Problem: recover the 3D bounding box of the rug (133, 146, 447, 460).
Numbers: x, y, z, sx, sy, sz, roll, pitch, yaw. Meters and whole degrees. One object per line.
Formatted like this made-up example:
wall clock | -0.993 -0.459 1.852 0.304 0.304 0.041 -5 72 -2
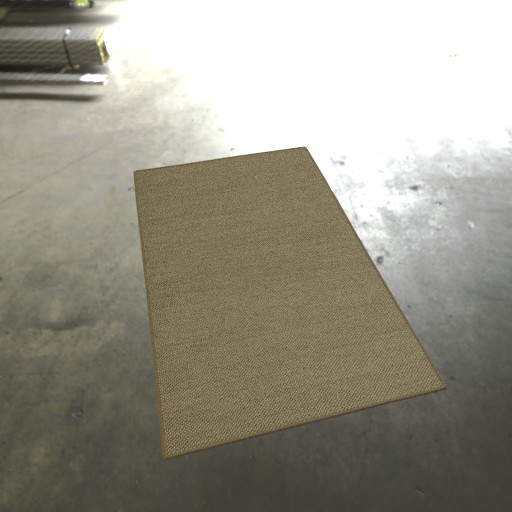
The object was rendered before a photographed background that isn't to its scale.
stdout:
rug | 0.000 0.000 2.119 1.062 0.013 1.667 -10 48 -10
